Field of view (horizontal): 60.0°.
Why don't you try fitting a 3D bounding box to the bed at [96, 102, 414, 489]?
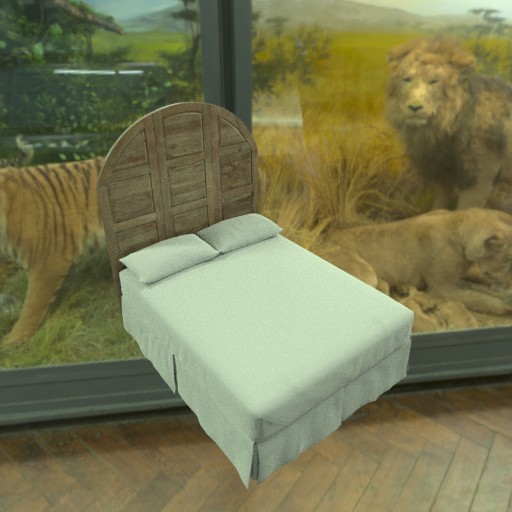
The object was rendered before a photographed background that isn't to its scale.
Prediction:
[{"bbox_3d":[0.000,0.000,3.501,1.713,2.002,2.112,-22,37,-32],"label":"bed"}]
